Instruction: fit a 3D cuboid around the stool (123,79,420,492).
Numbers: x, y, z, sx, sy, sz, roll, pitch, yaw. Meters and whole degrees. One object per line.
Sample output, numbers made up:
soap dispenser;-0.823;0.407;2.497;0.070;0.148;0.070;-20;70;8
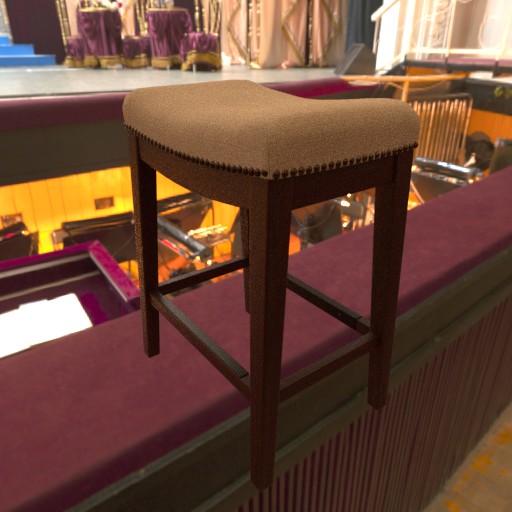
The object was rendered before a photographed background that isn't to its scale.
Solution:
stool;0.000;0.000;0.949;0.363;0.669;0.509;-18;32;-33
